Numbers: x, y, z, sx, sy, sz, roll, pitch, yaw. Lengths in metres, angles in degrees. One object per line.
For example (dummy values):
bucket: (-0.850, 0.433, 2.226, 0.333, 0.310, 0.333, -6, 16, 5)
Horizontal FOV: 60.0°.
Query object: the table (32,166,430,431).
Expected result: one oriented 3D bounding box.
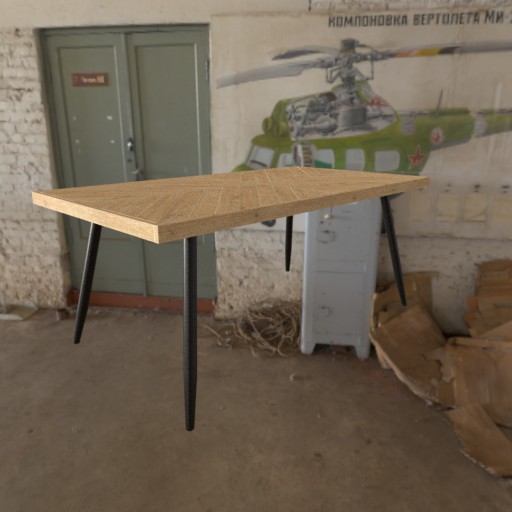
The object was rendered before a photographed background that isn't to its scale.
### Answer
table: (0.000, 0.000, 2.337, 0.991, 0.762, 1.803, 16, 23, 43)
